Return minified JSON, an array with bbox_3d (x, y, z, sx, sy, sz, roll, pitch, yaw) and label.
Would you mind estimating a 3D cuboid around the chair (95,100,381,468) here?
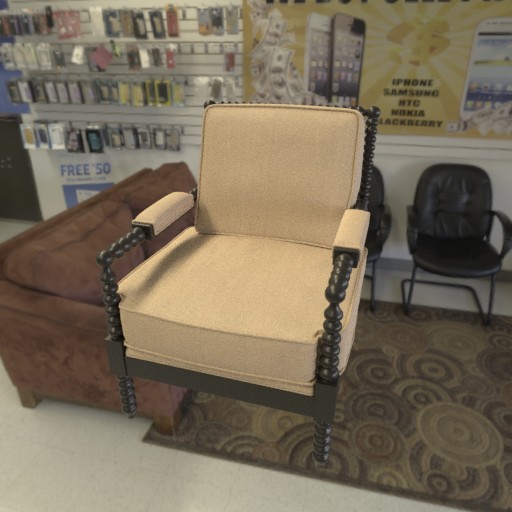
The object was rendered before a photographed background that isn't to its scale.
[{"bbox_3d":[0.000,0.000,1.161,0.555,0.703,0.657,8,27,16],"label":"chair"}]
